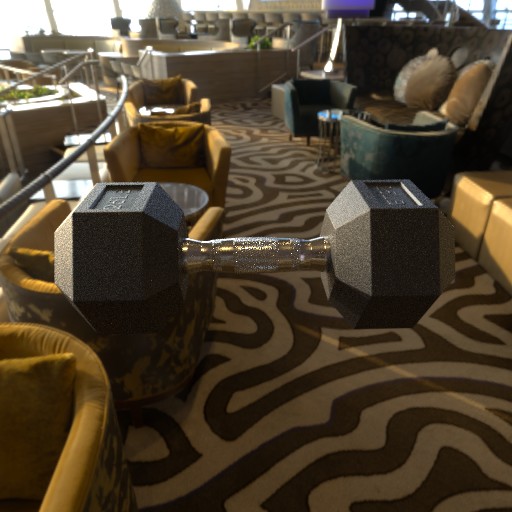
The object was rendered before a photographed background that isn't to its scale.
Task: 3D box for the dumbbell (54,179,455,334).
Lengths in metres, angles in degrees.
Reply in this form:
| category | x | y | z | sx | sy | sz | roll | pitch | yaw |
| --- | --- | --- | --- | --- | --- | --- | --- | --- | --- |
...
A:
| category | x | y | z | sx | sy | sz | roll | pitch | yaw |
| --- | --- | --- | --- | --- | --- | --- | --- | --- | --- |
| dumbbell | 0.000 | 0.000 | 0.382 | 0.315 | 0.113 | 0.129 | -1 | 29 | -2 |
